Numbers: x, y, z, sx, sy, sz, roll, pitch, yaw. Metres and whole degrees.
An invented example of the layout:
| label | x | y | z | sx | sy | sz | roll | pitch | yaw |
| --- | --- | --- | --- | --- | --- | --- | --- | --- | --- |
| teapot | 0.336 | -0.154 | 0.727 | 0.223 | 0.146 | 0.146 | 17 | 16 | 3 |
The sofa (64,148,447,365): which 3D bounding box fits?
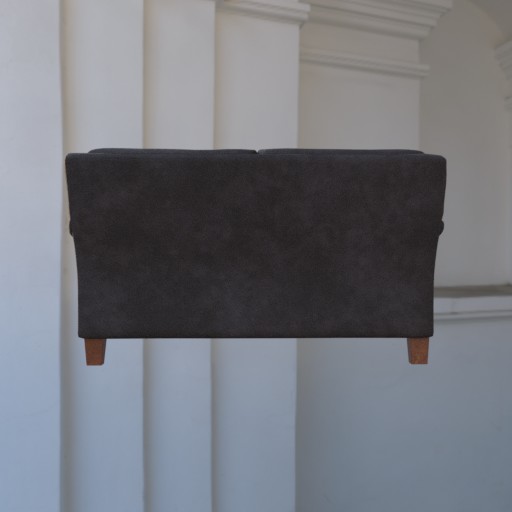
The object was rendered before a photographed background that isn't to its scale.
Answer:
| label | x | y | z | sx | sy | sz | roll | pitch | yaw |
| --- | --- | --- | --- | --- | --- | --- | --- | --- | --- |
| sofa | 0.000 | 0.000 | 2.563 | 1.853 | 1.101 | 1.084 | 0 | 0 | -1 |
